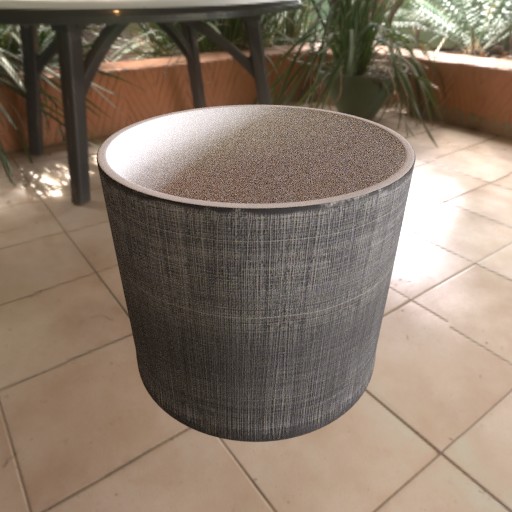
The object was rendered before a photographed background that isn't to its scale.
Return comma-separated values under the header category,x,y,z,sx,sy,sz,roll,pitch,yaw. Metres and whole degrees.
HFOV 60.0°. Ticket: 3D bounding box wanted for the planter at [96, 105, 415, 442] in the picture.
category,x,y,z,sx,sy,sz,roll,pitch,yaw
planter,0.000,0.000,0.300,0.178,0.157,0.178,0,32,0
